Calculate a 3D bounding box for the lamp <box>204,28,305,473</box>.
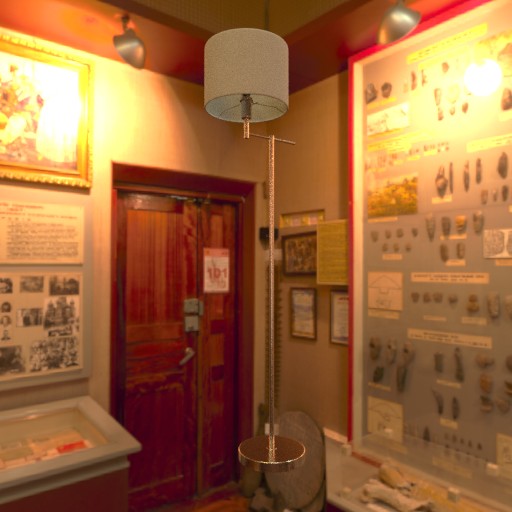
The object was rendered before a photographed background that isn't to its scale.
[{"bbox_3d":[0.000,0.000,1.734,0.416,1.600,0.324,1,-2,-37],"label":"lamp"}]
